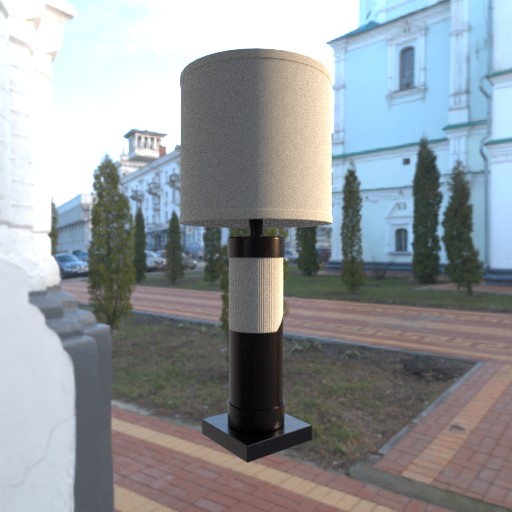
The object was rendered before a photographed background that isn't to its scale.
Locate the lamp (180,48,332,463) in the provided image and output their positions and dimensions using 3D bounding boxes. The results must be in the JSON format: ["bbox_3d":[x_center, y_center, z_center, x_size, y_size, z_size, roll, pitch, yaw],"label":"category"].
[{"bbox_3d":[0.000,0.000,0.622,0.211,0.509,0.211,0,1,-37],"label":"lamp"}]
